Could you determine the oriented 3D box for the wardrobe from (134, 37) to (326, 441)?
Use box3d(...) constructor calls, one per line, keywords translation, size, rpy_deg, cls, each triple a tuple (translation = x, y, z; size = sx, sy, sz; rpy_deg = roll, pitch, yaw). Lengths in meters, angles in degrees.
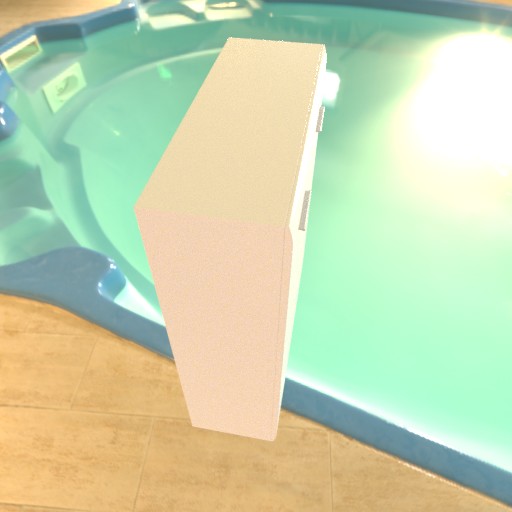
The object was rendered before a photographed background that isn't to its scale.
box3d(translation=(0.000, 0.000, 1.653), size=(0.360, 1.200, 0.900), rpy_deg=(8, 48, 7), cls="wardrobe")
